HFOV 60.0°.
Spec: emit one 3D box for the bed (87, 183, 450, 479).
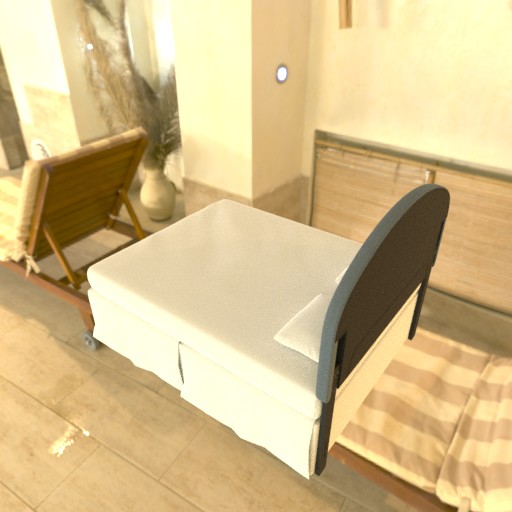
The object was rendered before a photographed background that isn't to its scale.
[{"bbox_3d":[0.000,0.000,3.072,2.005,1.410,1.607,22,38,31],"label":"bed"}]
